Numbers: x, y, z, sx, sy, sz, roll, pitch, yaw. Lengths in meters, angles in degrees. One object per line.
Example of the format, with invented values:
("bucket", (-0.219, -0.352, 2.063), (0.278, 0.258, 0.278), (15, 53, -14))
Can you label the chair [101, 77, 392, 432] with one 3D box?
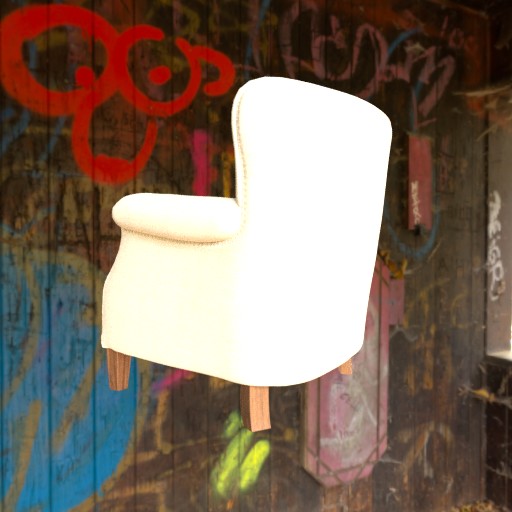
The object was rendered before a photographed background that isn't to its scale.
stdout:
("chair", (0.000, 0.000, 1.601), (0.921, 0.936, 0.861), (1, 1, 34))
